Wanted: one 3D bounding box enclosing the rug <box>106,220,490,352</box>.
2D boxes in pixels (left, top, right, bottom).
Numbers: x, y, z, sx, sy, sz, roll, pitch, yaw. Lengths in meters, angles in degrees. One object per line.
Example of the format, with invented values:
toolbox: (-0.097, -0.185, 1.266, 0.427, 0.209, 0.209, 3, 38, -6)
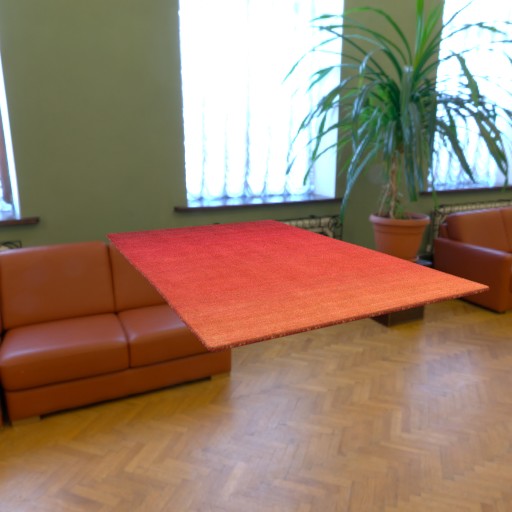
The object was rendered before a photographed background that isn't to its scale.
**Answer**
rug: (0.000, 0.000, 2.324, 1.230, 0.018, 1.835, -7, 16, -26)
